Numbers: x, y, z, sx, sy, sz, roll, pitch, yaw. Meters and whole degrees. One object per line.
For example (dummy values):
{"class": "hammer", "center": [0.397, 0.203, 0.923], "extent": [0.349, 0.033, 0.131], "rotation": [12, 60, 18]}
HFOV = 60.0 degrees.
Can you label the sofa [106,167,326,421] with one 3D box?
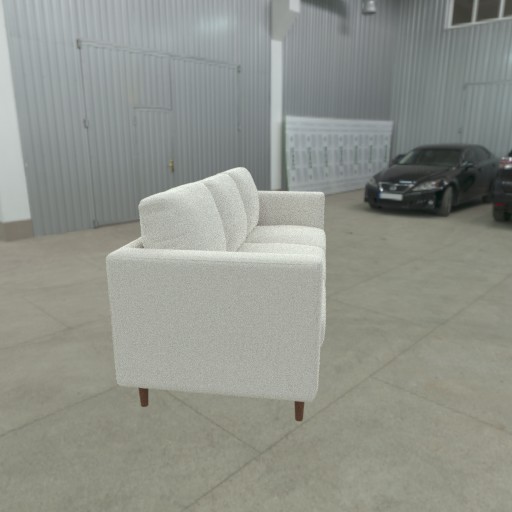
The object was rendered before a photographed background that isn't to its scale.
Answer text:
{"class": "sofa", "center": [0.000, 0.000, 2.557], "extent": [0.802, 0.912, 2.029], "rotation": [2, 15, 8]}
